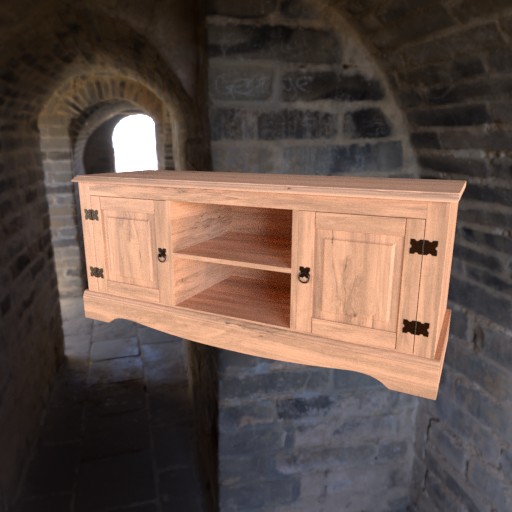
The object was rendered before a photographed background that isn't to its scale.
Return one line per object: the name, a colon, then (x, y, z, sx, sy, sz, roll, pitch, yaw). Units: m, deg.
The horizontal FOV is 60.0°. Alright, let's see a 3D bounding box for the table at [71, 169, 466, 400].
table: (0.000, 0.000, 1.471, 1.200, 0.510, 0.400, 7, 16, 26)
